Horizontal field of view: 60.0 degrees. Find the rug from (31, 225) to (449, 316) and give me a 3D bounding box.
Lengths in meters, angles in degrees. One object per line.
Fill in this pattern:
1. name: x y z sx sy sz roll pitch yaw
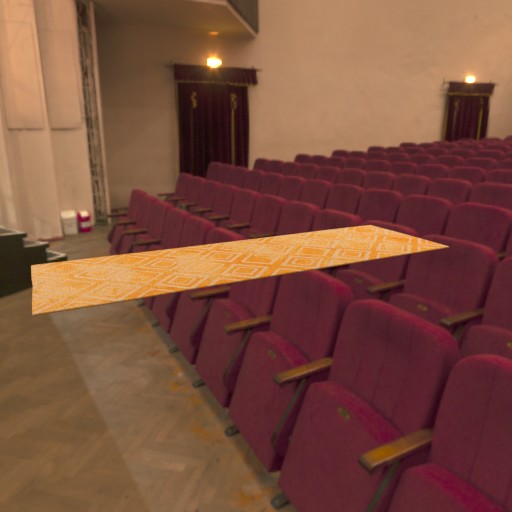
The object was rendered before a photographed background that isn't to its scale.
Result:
1. rug: 0.000 0.000 2.673 2.438 0.010 0.775 -8 18 -26
